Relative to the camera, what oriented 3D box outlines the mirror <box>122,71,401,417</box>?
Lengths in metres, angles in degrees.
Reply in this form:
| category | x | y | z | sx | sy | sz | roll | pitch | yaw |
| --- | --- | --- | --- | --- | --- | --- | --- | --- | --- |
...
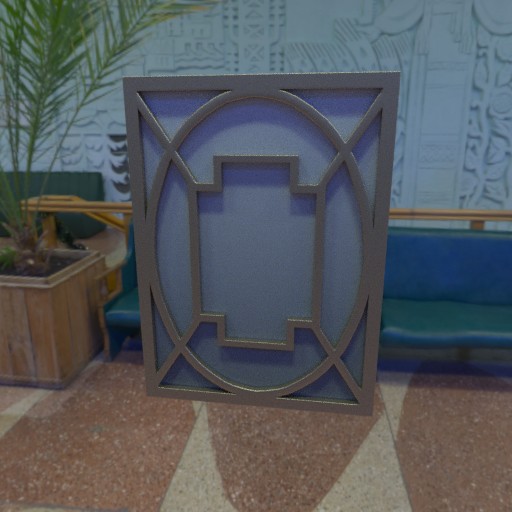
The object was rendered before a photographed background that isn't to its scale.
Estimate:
| category | x | y | z | sx | sy | sz | roll | pitch | yaw |
| --- | --- | --- | --- | --- | --- | --- | --- | --- | --- |
| mirror | 0.000 | 0.000 | 1.343 | 0.756 | 1.023 | 0.032 | 2 | 16 | 8 |
